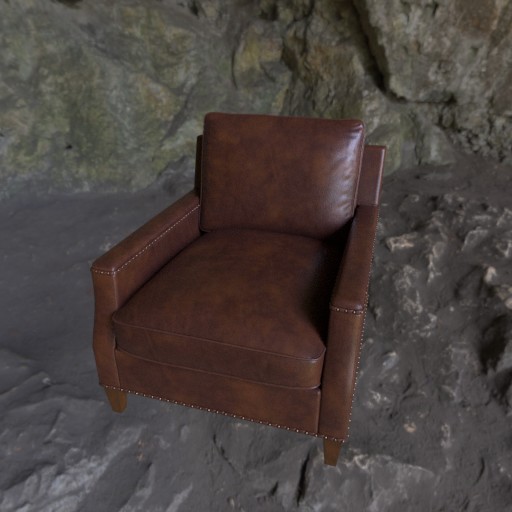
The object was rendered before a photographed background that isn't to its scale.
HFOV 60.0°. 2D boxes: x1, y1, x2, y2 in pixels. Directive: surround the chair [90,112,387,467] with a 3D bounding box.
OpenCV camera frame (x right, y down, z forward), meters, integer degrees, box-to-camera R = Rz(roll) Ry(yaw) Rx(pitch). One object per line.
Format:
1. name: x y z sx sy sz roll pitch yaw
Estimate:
1. chair: 0.000 0.000 1.680 0.853 0.929 1.014 8 27 15
